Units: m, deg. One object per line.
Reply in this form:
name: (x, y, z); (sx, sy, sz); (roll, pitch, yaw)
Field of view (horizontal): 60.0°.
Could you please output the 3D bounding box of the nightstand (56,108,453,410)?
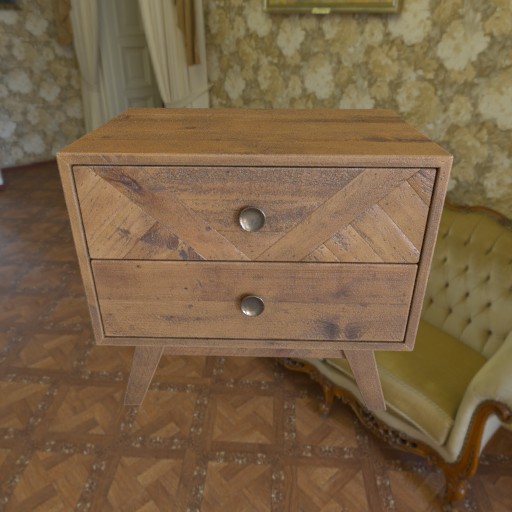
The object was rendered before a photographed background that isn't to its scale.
nightstand: (0.000, 0.000, 1.051); (0.650, 0.599, 0.450); (1, 28, 1)
